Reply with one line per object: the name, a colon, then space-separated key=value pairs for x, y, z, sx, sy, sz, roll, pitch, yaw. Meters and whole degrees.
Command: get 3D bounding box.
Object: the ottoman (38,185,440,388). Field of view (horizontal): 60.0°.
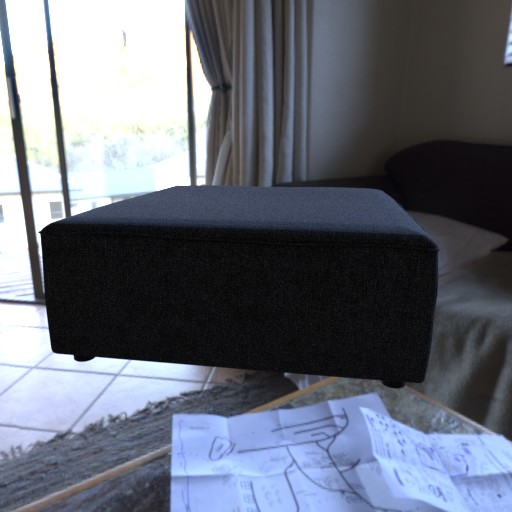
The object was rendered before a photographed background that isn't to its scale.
ottoman: x=0.000 y=0.000 z=1.580 sx=1.023 sy=0.423 sz=1.017 roll=3 pitch=15 yaw=10
